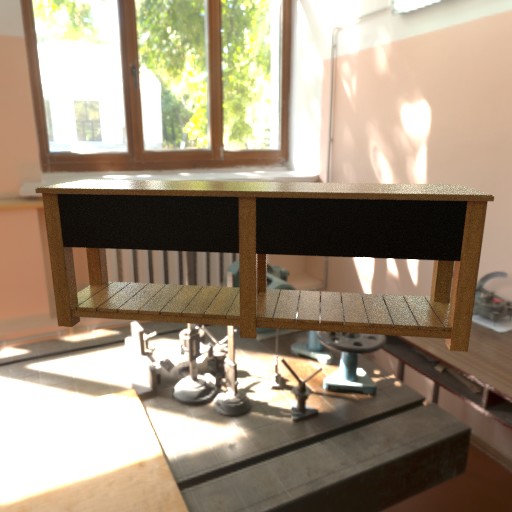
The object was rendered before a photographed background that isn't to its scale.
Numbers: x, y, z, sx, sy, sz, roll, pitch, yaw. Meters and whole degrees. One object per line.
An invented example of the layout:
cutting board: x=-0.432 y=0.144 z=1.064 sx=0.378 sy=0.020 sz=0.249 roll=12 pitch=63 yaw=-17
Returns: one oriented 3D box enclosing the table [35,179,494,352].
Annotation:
table: x=0.000 y=0.000 z=2.022 sx=1.815 sy=0.635 sz=0.425 roll=2 pitch=15 yaw=8
